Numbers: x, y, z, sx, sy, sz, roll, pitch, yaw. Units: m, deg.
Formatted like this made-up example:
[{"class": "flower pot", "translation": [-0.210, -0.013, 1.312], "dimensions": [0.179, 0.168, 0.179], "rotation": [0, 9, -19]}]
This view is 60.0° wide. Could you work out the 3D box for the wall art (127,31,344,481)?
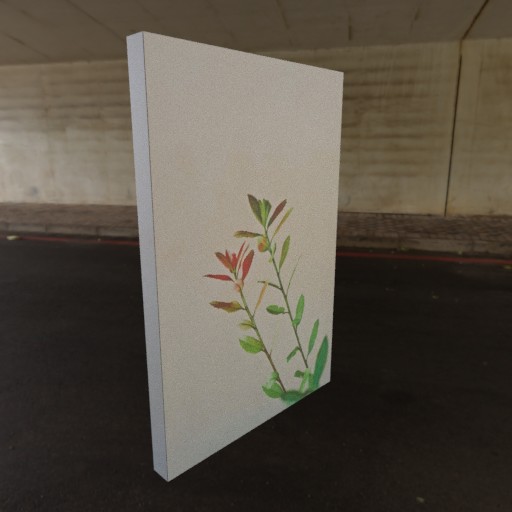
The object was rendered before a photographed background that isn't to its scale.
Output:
[{"class": "wall art", "translation": [0.000, 0.000, 0.736], "dimensions": [0.038, 0.611, 0.408], "rotation": [13, 19, 43]}]
